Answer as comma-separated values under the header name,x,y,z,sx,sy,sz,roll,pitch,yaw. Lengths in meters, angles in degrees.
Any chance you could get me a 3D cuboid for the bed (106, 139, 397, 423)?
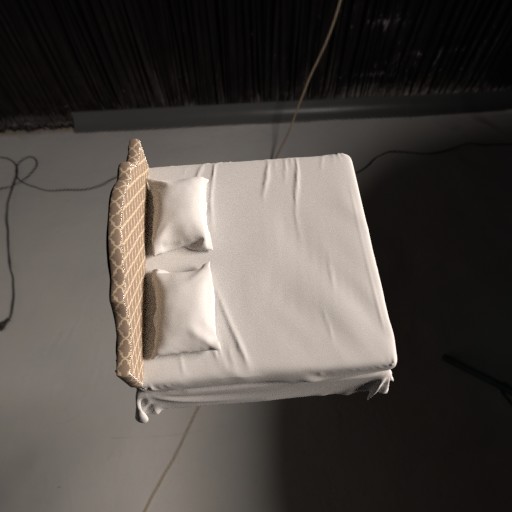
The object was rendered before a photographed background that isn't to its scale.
name,x,y,z,sx,sy,sz,roll,pitch,yaw
bed,0.000,0.000,3.690,2.222,1.601,2.314,-4,63,-2
